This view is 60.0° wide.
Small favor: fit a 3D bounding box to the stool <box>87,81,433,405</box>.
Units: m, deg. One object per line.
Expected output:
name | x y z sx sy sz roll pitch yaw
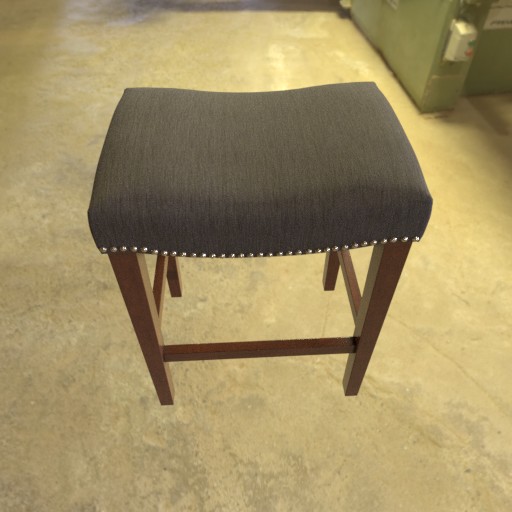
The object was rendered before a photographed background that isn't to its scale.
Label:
stool | 0.000 0.000 0.963 0.504 0.654 0.372 -2 48 -2
